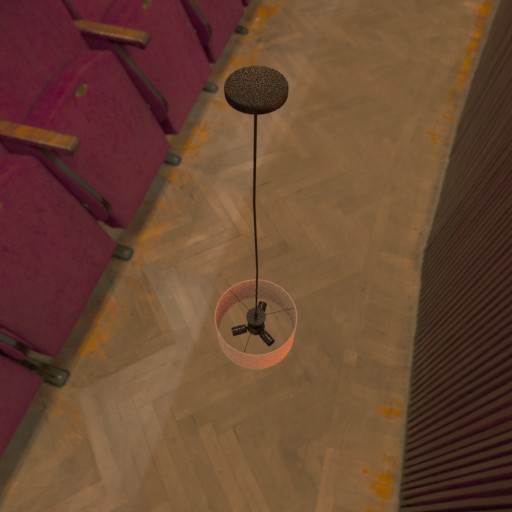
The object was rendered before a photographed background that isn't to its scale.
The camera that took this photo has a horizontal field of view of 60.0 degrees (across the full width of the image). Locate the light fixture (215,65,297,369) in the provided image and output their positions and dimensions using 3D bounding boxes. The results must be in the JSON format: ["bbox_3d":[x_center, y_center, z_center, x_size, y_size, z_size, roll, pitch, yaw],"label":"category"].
[{"bbox_3d":[0.000,0.000,1.681,0.399,1.516,0.399,0,58,0],"label":"light fixture"}]
